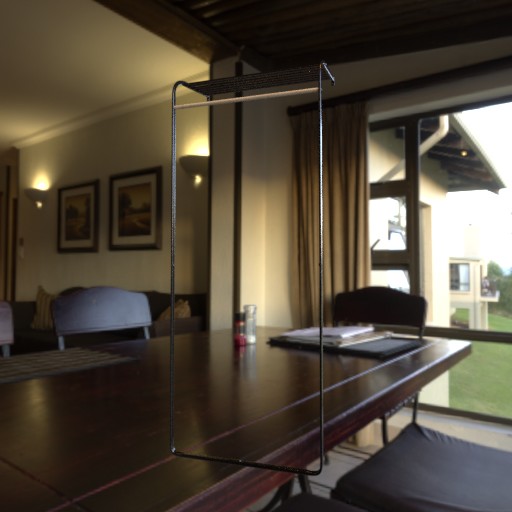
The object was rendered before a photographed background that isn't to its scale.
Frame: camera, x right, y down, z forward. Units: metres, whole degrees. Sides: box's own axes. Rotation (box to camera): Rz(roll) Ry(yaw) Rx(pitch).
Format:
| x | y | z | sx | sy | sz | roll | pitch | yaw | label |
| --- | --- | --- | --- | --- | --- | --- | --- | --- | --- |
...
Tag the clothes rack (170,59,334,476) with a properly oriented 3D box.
| x | y | z | sx | sy | sz | roll | pitch | yaw | label |
| --- | --- | --- | --- | --- | --- | --- | --- | --- | --- |
| 0.000 | 0.000 | 1.839 | 0.609 | 1.574 | 0.349 | -1 | -2 | 18 | clothes rack |
